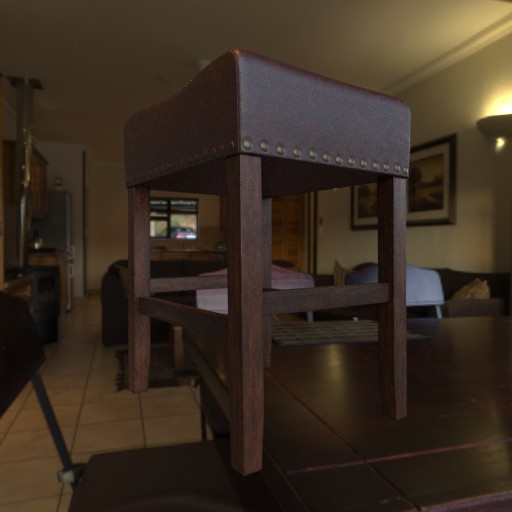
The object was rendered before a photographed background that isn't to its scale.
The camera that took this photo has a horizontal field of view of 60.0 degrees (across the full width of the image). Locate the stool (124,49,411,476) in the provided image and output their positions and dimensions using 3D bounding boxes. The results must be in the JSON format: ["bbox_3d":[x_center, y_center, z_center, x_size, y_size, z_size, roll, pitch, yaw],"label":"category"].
[{"bbox_3d":[0.000,0.000,0.910,0.397,0.608,0.465,-1,1,-36],"label":"stool"}]
